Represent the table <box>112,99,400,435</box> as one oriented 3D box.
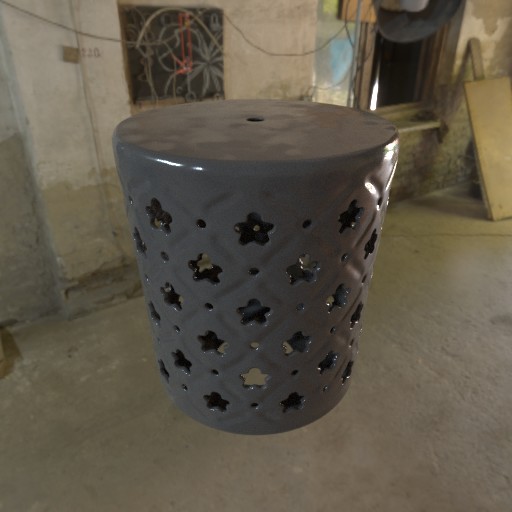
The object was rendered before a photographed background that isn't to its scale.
[{"bbox_3d":[0.000,0.000,0.643,0.352,0.387,0.352,0,29,0],"label":"table"}]
